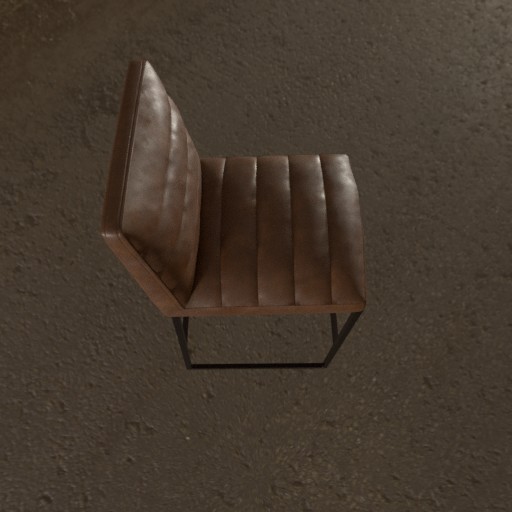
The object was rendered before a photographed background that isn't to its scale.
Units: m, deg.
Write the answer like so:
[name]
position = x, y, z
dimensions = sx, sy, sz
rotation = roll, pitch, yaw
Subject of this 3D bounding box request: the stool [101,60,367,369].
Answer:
[stool]
position = 0.000, 0.000, 1.324
dimensions = 0.562, 1.065, 0.463
rotation = 0, 63, 0
